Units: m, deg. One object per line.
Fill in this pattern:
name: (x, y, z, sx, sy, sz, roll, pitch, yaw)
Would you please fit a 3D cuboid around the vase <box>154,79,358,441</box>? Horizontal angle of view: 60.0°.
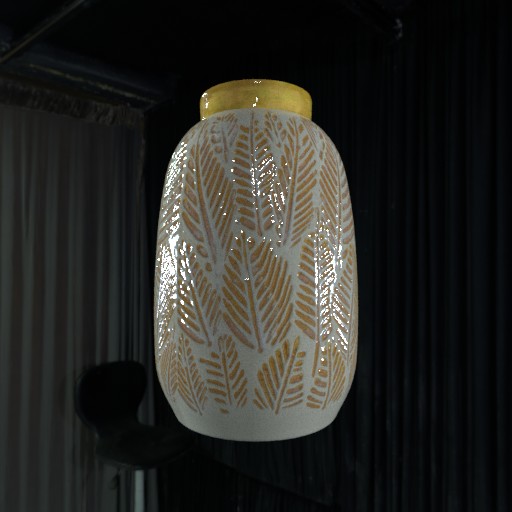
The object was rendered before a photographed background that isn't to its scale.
vase: (0.000, 0.000, 0.384, 0.172, 0.270, 0.172, 0, -1, 0)
